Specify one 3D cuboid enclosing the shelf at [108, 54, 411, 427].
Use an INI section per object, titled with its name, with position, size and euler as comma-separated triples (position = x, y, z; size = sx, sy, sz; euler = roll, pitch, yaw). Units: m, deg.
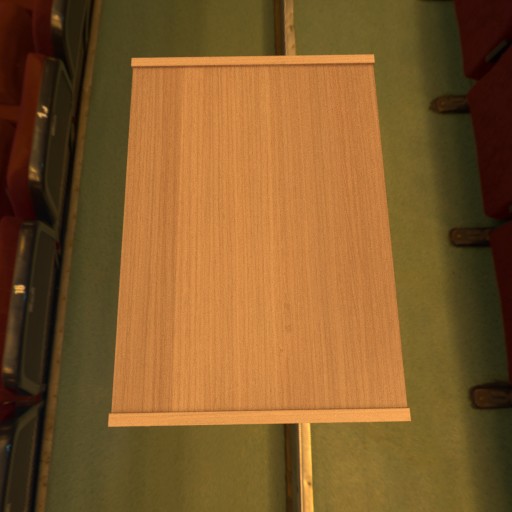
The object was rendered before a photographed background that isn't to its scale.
[shelf]
position = 0.000, 0.000, 0.625
size = 0.290, 0.305, 0.415
euler = -1, 75, 0
